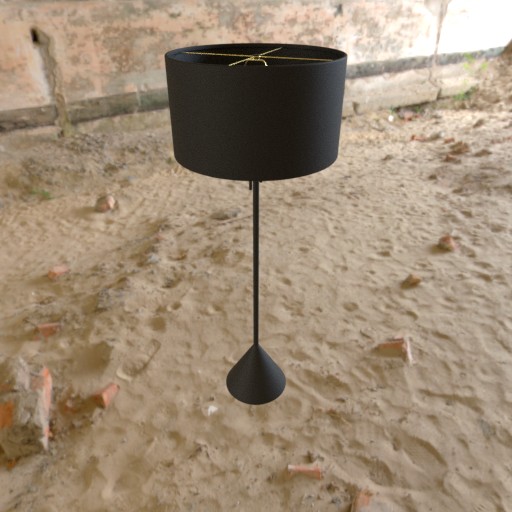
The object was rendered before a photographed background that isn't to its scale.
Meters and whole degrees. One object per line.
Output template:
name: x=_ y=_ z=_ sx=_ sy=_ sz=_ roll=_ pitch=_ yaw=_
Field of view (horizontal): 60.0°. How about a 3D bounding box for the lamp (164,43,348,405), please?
lamp: x=0.000 y=0.000 z=1.817 sx=0.580 sy=1.526 sz=0.580 roll=12 pitch=33 yaw=18
